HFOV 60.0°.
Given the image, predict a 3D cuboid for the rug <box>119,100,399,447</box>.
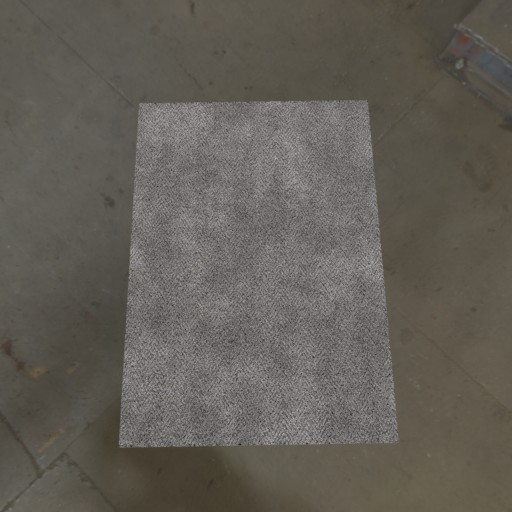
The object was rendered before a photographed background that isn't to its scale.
[{"bbox_3d":[0.000,0.000,2.819,1.600,0.008,2.235,-1,75,0],"label":"rug"}]
